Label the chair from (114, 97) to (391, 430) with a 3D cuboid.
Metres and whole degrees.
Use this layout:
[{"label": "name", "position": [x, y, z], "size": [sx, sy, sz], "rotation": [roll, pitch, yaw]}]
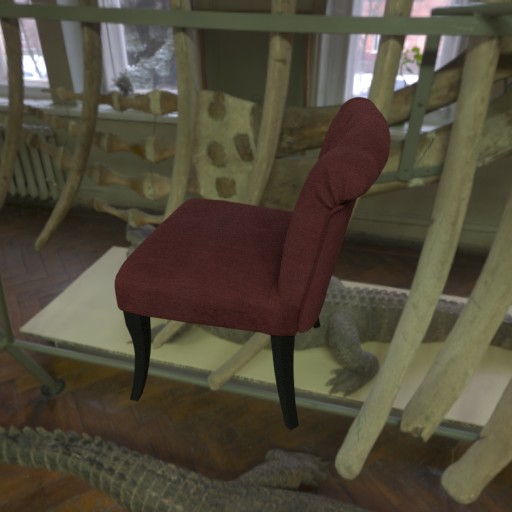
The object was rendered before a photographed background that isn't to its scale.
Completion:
[{"label": "chair", "position": [0.000, 0.000, 1.194], "size": [0.605, 0.750, 0.582], "rotation": [7, 31, 13]}]
